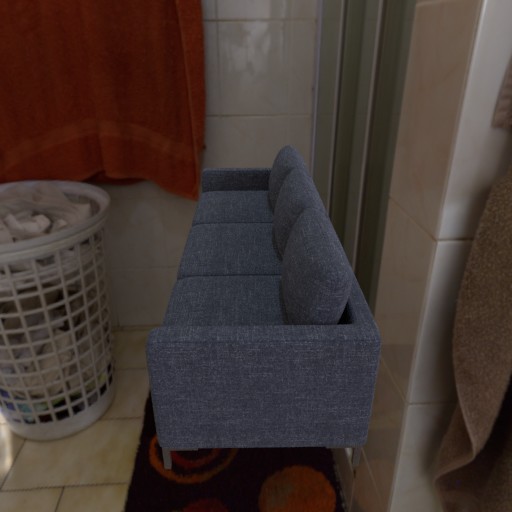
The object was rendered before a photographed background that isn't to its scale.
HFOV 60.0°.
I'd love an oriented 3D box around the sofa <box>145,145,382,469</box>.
[{"bbox_3d":[0.000,0.000,2.620,0.859,0.874,2.218,0,27,-1],"label":"sofa"}]
